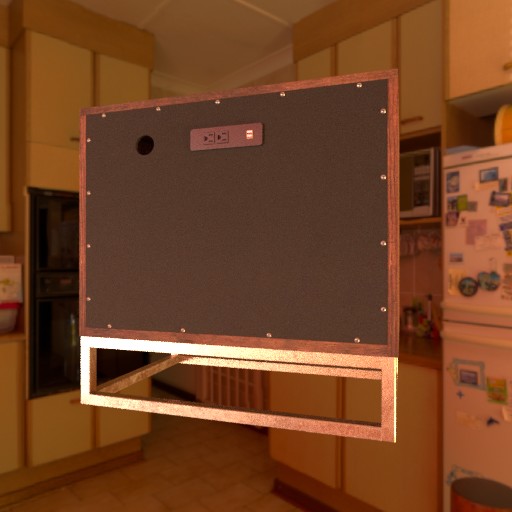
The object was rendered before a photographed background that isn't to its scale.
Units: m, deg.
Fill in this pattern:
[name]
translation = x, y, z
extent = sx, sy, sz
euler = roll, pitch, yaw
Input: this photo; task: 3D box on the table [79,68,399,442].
[table]
translation = 0.000, 0.000, 1.249
extent = 0.767, 0.746, 0.542
euler = 0, 0, 18
